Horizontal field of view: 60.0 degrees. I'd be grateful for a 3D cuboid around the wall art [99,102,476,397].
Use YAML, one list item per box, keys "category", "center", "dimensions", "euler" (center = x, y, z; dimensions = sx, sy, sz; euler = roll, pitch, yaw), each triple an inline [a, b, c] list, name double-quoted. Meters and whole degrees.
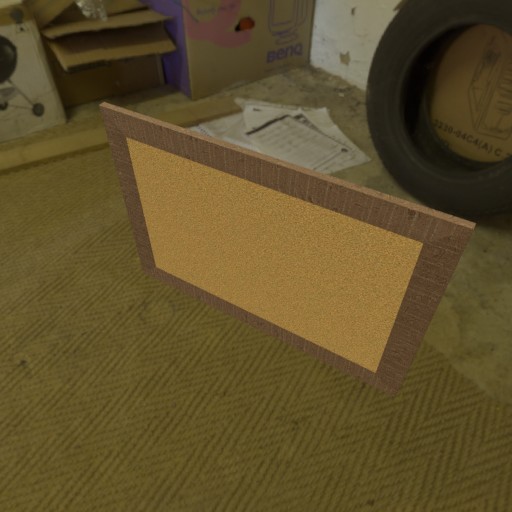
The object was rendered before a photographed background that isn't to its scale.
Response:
- category: "wall art"
  center: [0.000, 0.000, 1.184]
  dimensions: [0.917, 0.626, 0.019]
  euler: [23, 50, 21]
